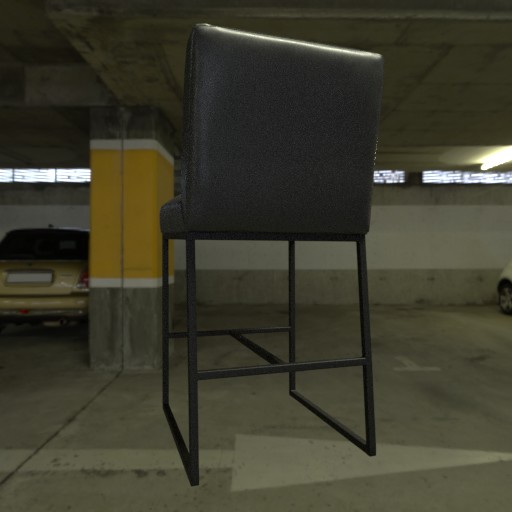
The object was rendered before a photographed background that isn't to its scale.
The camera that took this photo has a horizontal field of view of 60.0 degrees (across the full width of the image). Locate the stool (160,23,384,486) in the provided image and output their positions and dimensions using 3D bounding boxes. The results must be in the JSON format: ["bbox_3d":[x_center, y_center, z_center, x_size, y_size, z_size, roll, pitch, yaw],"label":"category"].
[{"bbox_3d":[0.000,0.000,1.193,0.457,0.938,0.552,0,0,-19],"label":"stool"}]
